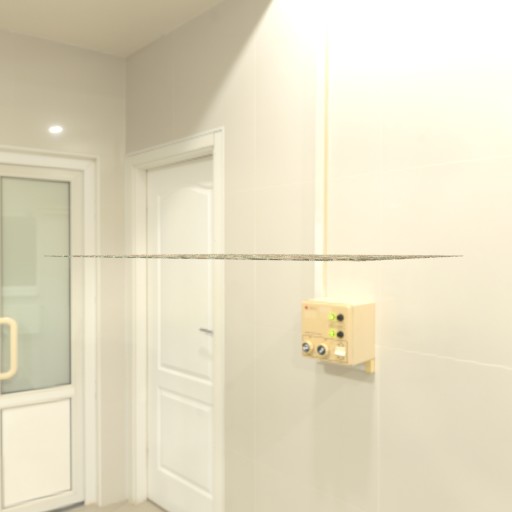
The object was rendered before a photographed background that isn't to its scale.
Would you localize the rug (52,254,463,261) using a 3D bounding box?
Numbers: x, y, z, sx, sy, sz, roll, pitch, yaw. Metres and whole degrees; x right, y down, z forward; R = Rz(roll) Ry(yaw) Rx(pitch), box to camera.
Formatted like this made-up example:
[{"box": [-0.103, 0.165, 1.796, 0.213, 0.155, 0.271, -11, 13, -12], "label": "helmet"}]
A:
[{"box": [0.000, 0.000, 4.036, 3.048, 0.010, 2.438, 1, 1, 36], "label": "rug"}]
